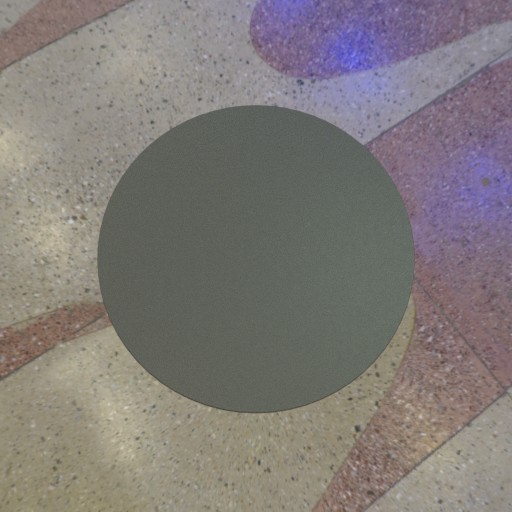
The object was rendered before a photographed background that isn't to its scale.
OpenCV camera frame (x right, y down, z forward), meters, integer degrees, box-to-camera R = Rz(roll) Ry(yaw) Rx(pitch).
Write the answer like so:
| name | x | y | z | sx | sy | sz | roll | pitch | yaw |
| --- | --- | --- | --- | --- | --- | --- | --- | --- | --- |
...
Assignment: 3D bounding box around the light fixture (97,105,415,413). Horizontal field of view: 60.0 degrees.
| name | x | y | z | sx | sy | sz | roll | pitch | yaw |
| --- | --- | --- | --- | --- | --- | --- | --- | --- | --- |
| light fixture | 0.000 | 0.000 | 0.560 | 0.368 | 0.100 | 0.368 | 0 | 76 | 0 |
